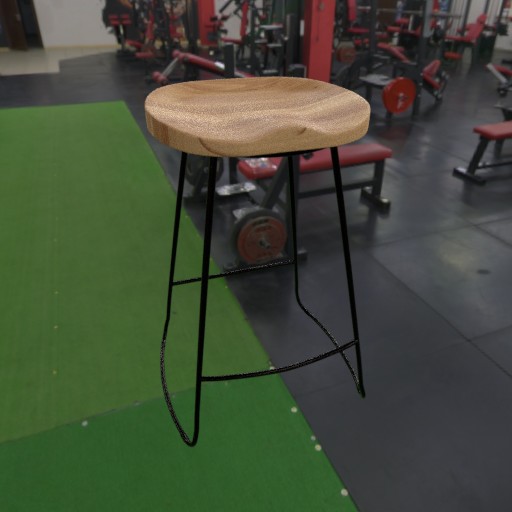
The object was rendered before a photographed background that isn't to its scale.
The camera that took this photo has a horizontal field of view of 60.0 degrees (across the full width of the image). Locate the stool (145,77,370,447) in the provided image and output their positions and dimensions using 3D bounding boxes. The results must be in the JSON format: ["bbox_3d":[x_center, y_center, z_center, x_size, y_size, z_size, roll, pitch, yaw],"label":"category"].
[{"bbox_3d":[0.000,0.000,0.973,0.480,0.679,0.401,-10,33,-16],"label":"stool"}]
